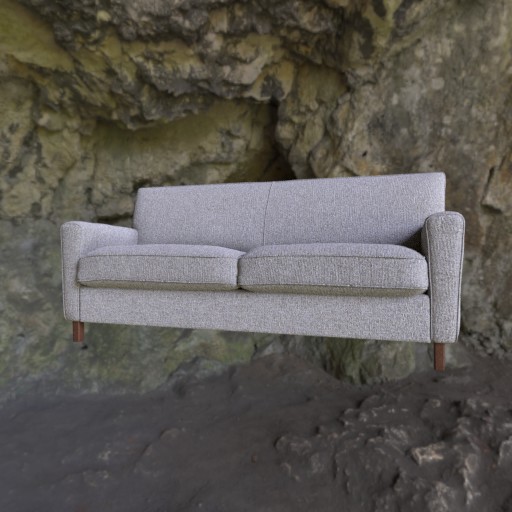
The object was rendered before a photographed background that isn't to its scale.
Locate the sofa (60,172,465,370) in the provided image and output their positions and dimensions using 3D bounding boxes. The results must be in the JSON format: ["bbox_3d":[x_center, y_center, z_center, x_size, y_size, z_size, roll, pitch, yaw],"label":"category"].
[{"bbox_3d":[0.000,0.000,2.453,2.026,0.942,0.854,0,1,18],"label":"sofa"}]
